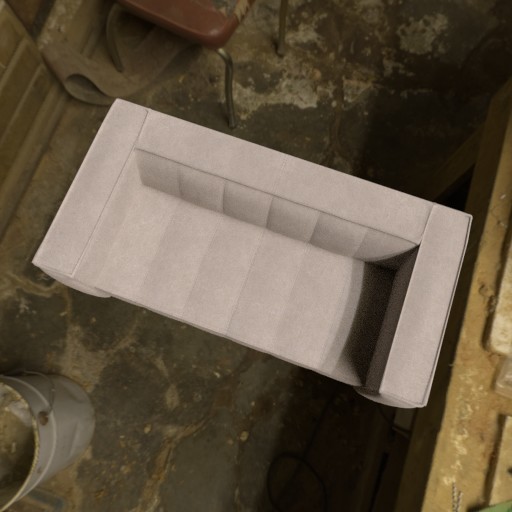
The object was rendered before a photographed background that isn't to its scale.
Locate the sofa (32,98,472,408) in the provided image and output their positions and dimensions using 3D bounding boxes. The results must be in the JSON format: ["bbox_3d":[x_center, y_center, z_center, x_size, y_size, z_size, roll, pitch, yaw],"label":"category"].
[{"bbox_3d":[0.000,0.000,2.493,1.995,0.680,1.038,19,77,5],"label":"sofa"}]
